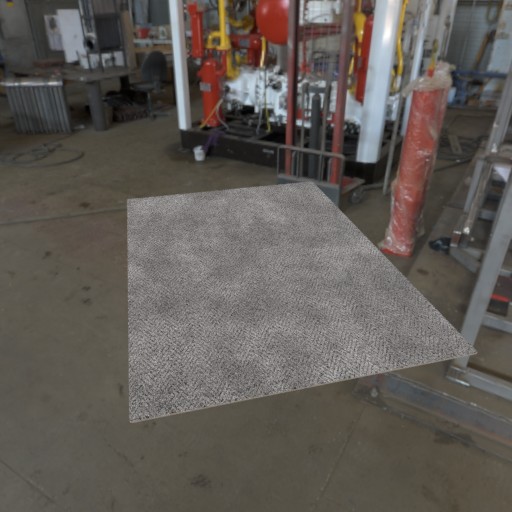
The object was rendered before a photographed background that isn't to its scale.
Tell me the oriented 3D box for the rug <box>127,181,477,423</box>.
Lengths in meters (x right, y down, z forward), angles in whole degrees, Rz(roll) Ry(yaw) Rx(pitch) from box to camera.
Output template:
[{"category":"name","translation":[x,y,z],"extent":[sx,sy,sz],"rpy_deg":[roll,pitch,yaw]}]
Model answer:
[{"category":"rug","translation":[0.000,0.000,2.852],"extent":[1.600,0.008,2.235],"rpy_deg":[-7,32,-12]}]
